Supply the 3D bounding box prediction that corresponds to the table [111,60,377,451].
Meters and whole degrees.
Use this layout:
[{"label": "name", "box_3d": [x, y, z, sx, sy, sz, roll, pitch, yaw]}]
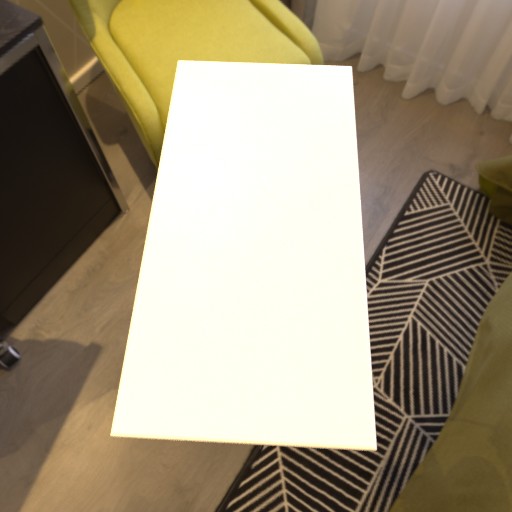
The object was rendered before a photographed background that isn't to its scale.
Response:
[{"label": "table", "box_3d": [0.000, 0.000, 1.380, 0.550, 0.510, 1.107, 3, 64, 1]}]
